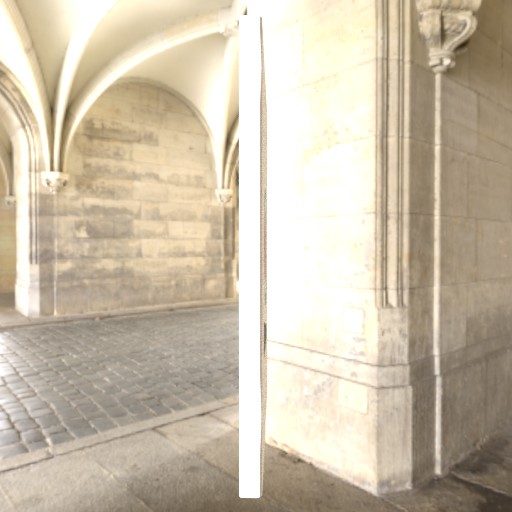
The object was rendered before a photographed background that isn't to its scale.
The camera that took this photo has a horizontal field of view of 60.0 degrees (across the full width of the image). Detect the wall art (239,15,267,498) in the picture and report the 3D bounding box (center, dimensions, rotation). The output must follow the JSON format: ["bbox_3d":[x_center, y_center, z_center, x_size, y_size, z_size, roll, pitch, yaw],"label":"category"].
[{"bbox_3d":[0.000,0.000,1.127,0.048,0.902,0.602,0,1,2],"label":"wall art"}]
